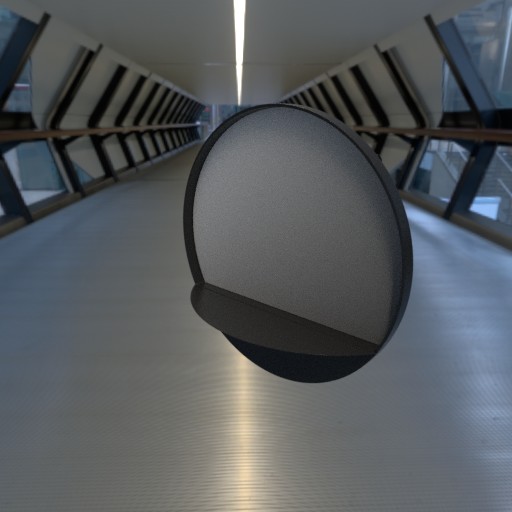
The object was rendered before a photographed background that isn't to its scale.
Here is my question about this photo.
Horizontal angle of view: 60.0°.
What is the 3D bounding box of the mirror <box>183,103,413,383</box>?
[{"bbox_3d":[0.000,0.000,0.700,0.457,0.457,0.133,15,23,40],"label":"mirror"}]
